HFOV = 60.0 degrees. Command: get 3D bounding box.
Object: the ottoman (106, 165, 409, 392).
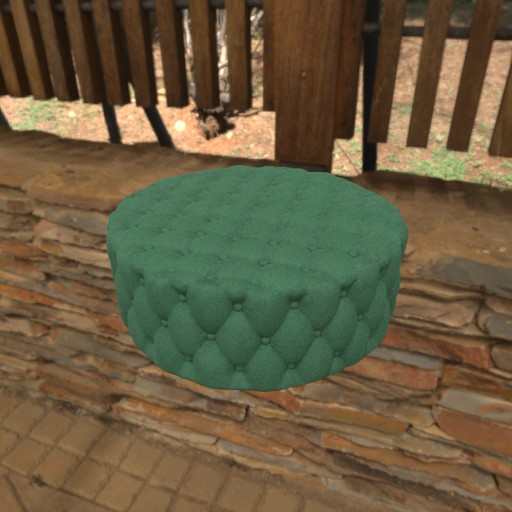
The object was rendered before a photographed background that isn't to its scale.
[{"bbox_3d":[0.000,0.000,1.584,0.998,0.399,0.998,0,29,0],"label":"ottoman"}]
